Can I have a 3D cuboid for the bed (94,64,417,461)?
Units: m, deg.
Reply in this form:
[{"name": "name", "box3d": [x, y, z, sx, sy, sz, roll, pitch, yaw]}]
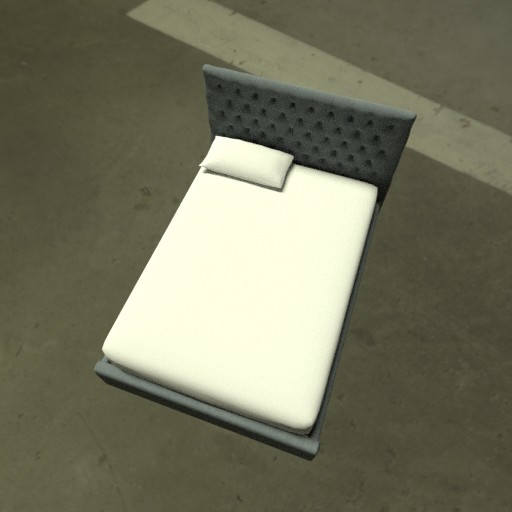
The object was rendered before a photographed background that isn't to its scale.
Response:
[{"name": "bed", "box3d": [0.000, 0.000, 3.405, 1.698, 1.411, 2.335, 17, 60, 10]}]
